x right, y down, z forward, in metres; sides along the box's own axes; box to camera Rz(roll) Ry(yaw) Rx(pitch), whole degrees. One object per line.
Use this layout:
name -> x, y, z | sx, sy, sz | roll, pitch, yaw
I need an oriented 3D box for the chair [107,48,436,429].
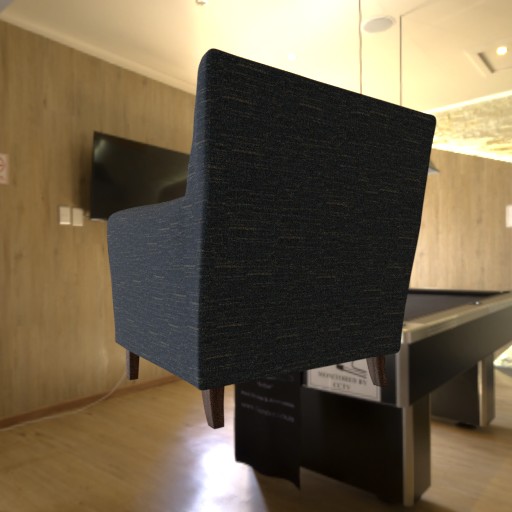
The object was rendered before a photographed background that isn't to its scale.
chair -> 0.000, 0.000, 1.571 | 0.864, 0.928, 0.873 | 0, 0, -35
